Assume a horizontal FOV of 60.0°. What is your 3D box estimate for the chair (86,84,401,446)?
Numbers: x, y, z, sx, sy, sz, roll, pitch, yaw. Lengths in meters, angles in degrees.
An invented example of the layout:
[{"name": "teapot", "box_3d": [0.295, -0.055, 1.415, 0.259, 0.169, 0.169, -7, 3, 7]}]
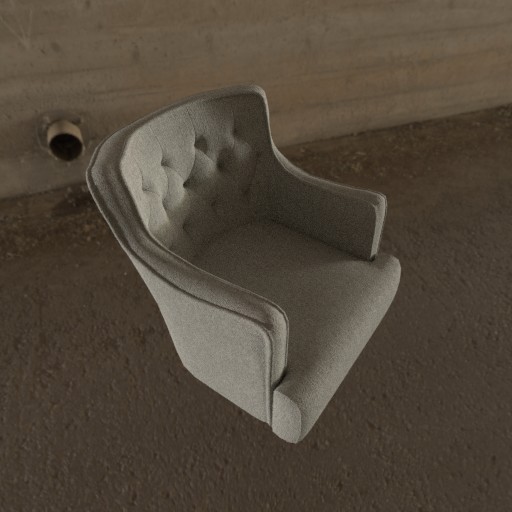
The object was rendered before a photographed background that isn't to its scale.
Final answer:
[{"name": "chair", "box_3d": [0.000, 0.000, 1.605, 0.910, 0.920, 0.820, 25, 48, 26]}]
